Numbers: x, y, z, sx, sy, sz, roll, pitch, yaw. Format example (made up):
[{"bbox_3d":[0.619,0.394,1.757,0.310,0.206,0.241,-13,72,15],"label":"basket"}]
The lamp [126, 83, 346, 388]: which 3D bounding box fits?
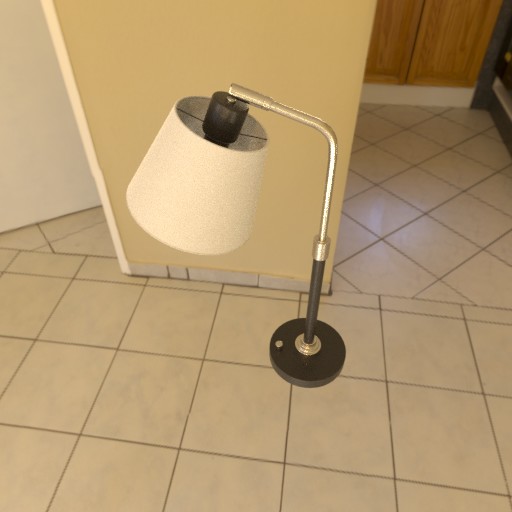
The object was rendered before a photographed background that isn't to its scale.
[{"bbox_3d":[0.000,0.000,0.688,0.348,0.539,0.181,-1,43,-1],"label":"lamp"}]
